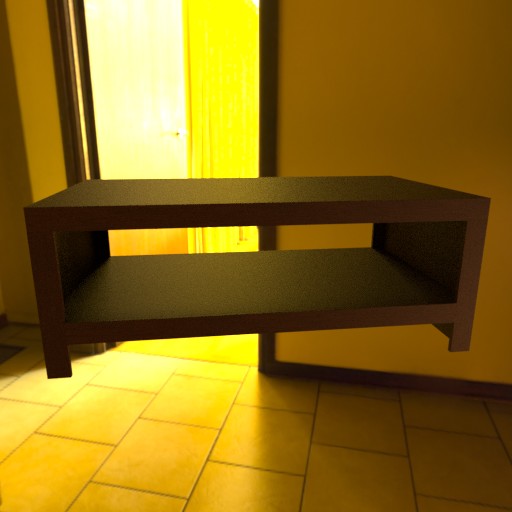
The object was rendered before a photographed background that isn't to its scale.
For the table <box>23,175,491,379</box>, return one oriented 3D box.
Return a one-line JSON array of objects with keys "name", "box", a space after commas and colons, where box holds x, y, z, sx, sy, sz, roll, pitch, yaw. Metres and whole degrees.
[{"name": "table", "box": [0.000, 0.000, 1.374, 1.099, 0.424, 0.597, -2, 16, -7]}]
